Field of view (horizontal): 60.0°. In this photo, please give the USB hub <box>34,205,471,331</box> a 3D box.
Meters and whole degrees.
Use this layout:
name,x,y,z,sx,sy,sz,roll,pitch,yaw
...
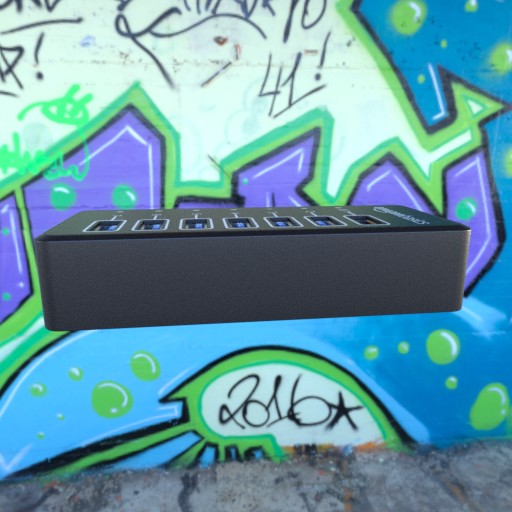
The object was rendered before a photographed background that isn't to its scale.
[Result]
name,x,y,z,sx,sy,sz,roll,pitch,yaw
USB hub,0.000,0.000,0.131,0.110,0.023,0.044,-2,14,-7
